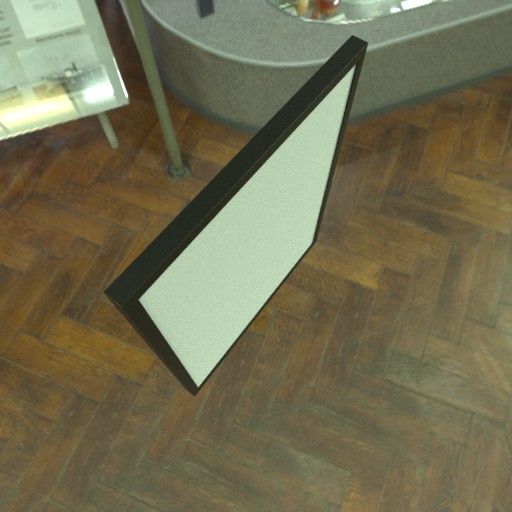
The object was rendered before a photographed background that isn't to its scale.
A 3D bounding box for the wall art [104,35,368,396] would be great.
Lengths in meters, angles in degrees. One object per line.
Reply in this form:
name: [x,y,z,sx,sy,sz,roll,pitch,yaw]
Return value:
wall art: [0.000,0.000,0.537,0.018,0.397,0.325,34,69,15]
